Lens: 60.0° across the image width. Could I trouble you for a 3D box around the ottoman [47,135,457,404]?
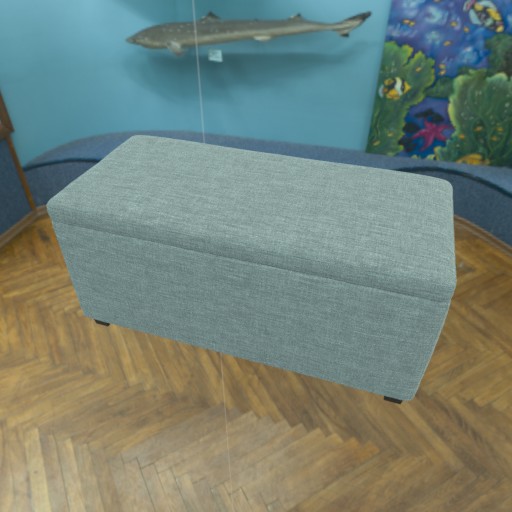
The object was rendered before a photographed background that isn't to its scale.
[{"bbox_3d":[0.000,0.000,1.157,0.902,0.432,0.419,12,40,14],"label":"ottoman"}]
